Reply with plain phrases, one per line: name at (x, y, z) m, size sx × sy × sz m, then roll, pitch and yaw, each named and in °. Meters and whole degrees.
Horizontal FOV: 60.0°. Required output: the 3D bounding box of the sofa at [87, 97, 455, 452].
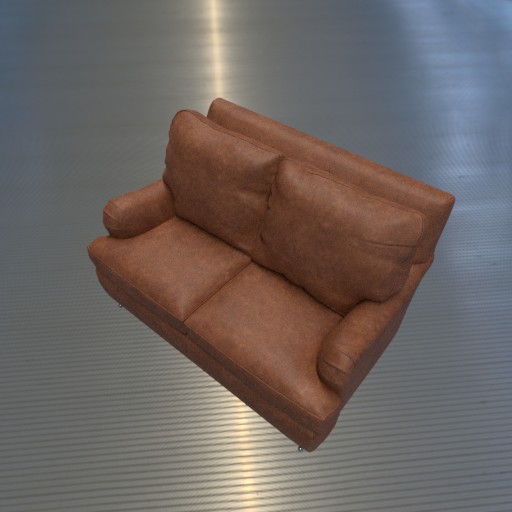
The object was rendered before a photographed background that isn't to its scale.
sofa at (0.000, 0.000, 2.269) m, size 1.527 × 1.004 × 1.077 m, roll 31°, pitch 54°, yaw 26°
